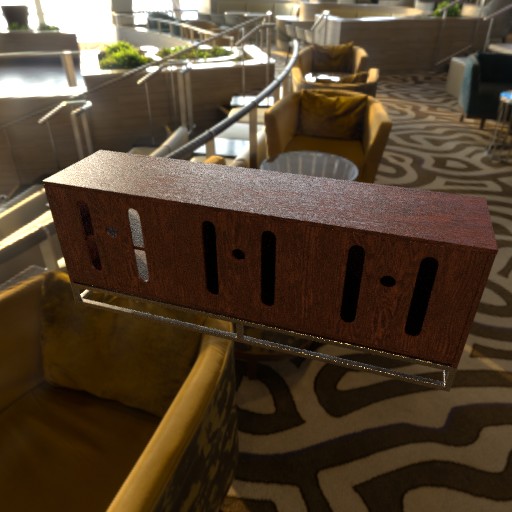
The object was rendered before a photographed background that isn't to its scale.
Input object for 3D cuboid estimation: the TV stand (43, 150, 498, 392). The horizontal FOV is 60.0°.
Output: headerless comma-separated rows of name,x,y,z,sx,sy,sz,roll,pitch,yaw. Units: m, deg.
TV stand,0.000,0.000,1.739,1.541,0.578,0.382,10,34,15
